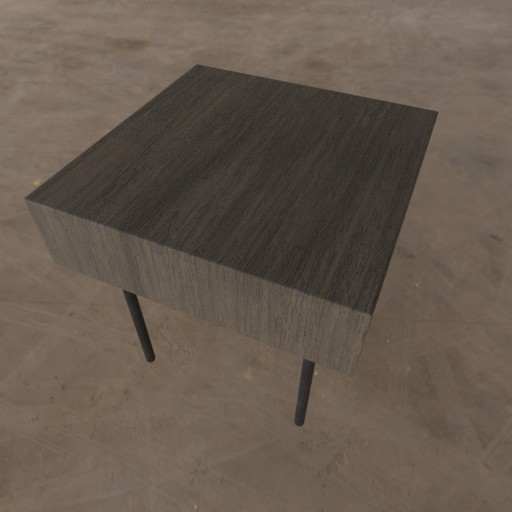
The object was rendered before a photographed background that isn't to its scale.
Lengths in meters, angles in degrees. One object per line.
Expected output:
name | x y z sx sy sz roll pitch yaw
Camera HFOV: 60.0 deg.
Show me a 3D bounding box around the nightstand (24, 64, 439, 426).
nightstand | 0.000 0.000 0.894 0.503 0.497 0.502 18 49 16
